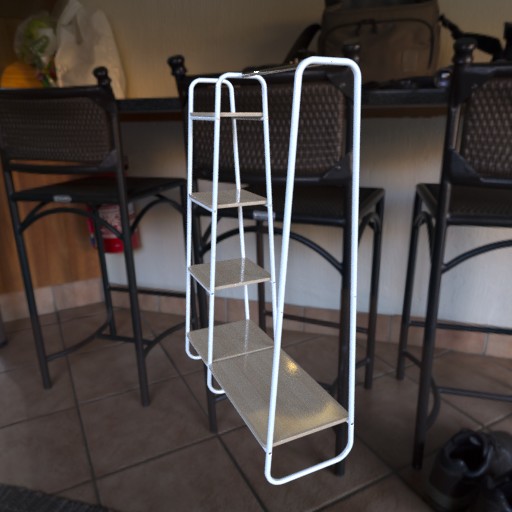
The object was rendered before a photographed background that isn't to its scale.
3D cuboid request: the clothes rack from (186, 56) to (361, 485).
[{"bbox_3d":[0.000,0.000,1.937,0.400,1.500,1.011,-9,20,-24],"label":"clothes rack"}]
